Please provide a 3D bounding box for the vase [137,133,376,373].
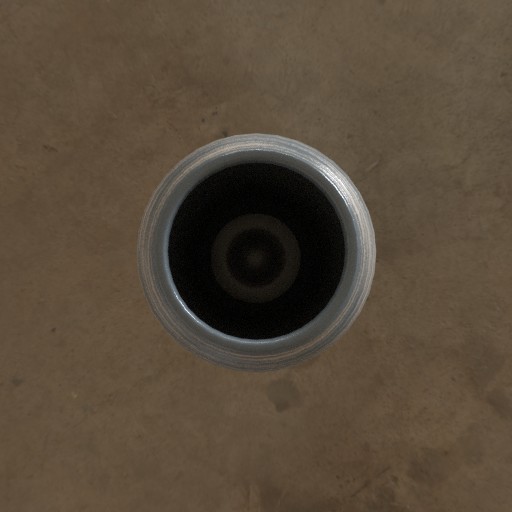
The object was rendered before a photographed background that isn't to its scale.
[{"bbox_3d":[0.000,0.000,0.297,0.116,0.230,0.116,0,89,0],"label":"vase"}]
